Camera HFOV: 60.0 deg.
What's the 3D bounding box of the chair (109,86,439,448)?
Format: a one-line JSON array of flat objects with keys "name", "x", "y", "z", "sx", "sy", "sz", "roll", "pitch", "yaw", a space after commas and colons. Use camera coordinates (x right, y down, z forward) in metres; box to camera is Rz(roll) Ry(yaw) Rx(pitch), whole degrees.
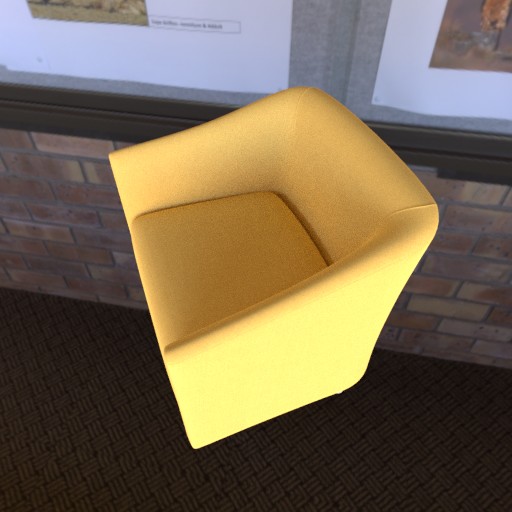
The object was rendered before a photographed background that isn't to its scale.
[{"name": "chair", "x": 0.000, "y": 0.000, "z": 1.367, "sx": 0.700, "sy": 0.720, "sz": 0.790, "roll": -16, "pitch": 49, "yaw": -14}]
